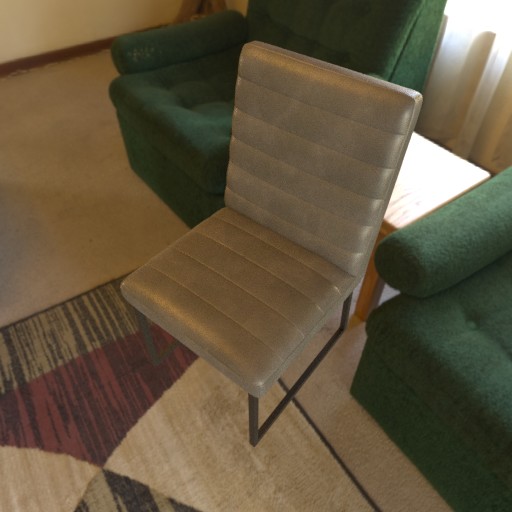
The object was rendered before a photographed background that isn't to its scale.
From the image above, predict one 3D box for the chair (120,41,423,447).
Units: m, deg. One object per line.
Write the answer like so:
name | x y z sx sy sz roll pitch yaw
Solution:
chair | 0.000 0.000 1.289 0.520 0.930 0.634 30 54 25
